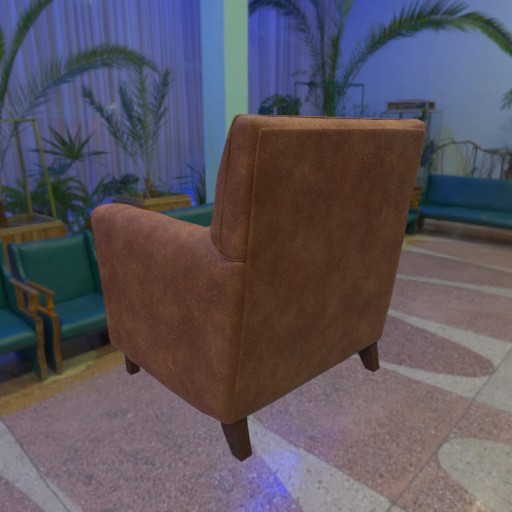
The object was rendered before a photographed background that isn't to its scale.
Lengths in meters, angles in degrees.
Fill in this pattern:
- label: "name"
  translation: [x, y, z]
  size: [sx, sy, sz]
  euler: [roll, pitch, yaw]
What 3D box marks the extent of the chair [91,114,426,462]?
- label: "chair"
  translation: [0.000, 0.000, 1.594]
  size: [0.870, 0.943, 0.823]
  euler: [-15, 22, -42]
